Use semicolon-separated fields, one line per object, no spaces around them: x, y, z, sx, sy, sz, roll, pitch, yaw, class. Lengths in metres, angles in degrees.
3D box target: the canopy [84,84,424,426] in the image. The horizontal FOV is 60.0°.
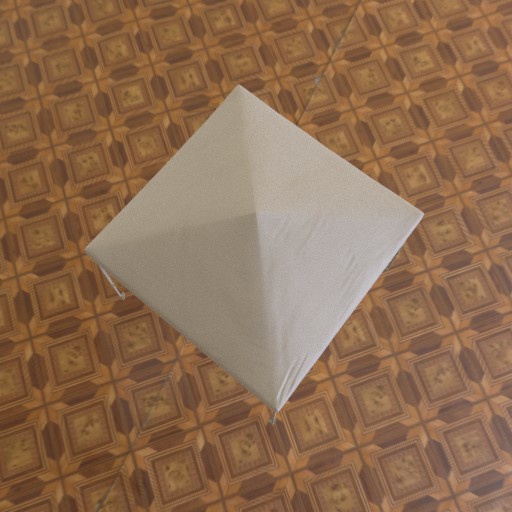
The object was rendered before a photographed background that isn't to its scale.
0.000;0.000;6.518;3.599;3.600;3.600;38;78;9;canopy
